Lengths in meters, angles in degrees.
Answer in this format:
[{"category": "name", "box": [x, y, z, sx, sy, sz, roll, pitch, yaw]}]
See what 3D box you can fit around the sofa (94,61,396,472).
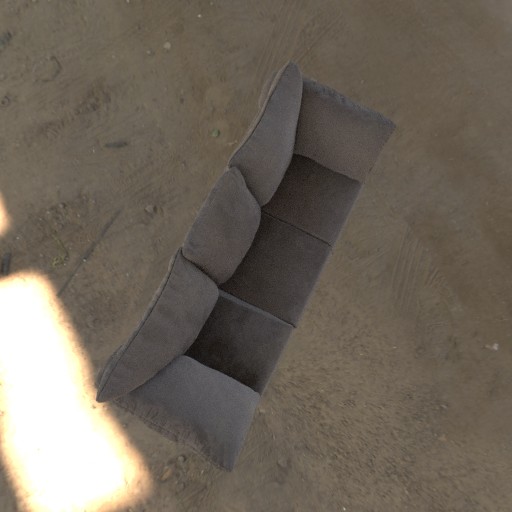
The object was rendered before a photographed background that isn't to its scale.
[{"category": "sofa", "box": [0.000, 0.000, 2.821, 0.878, 1.073, 2.336, 26, 77, 6]}]
